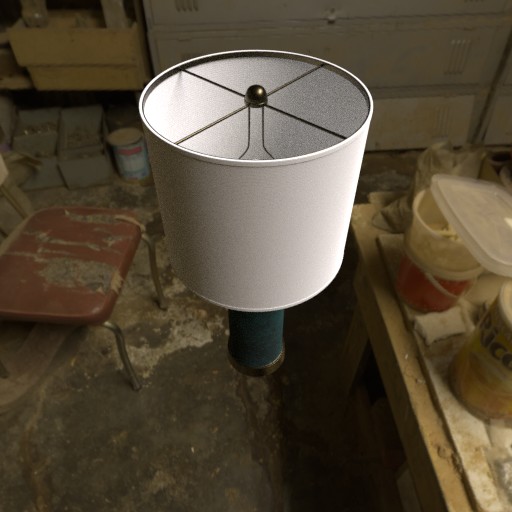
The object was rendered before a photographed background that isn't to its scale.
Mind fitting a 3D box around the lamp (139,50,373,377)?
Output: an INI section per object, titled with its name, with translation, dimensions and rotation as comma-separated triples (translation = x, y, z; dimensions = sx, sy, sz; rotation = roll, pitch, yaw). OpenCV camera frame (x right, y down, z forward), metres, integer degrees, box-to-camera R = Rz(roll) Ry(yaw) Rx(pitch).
[lamp]
translation = 0.000, 0.000, 0.795
dimensions = 0.301, 0.630, 0.301
rotation = -2, 46, -2
